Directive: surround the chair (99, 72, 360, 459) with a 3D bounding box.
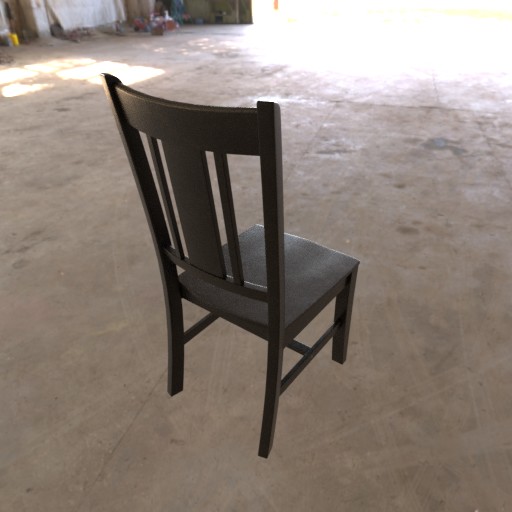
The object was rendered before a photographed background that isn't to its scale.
[{"bbox_3d":[0.000,0.000,1.259,0.450,0.998,0.555,22,38,31],"label":"chair"}]
